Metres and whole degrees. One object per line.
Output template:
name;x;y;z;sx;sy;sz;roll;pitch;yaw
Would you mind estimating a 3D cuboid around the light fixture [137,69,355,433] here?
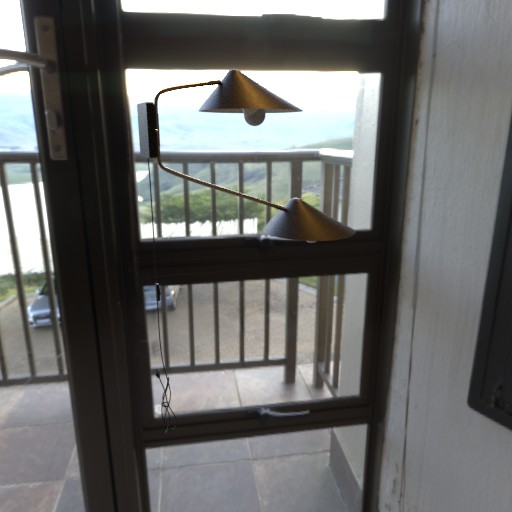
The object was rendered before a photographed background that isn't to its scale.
light fixture;0.000;0.000;0.856;0.422;0.665;0.189;-8;17;-26
